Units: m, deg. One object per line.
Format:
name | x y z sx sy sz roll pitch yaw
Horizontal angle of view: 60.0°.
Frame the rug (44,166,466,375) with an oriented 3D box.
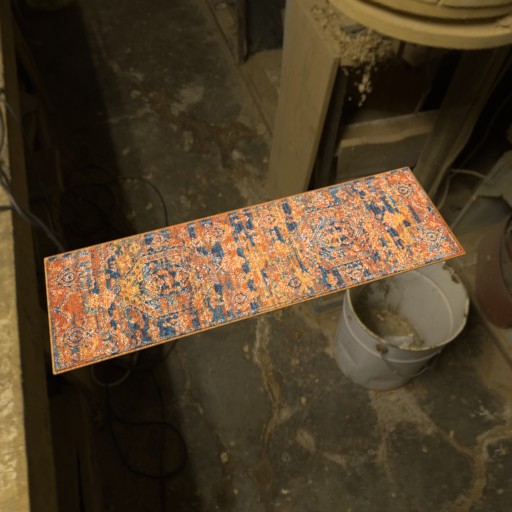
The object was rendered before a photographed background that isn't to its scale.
rug | 0.000 0.000 1.994 1.820 0.013 0.556 -15 60 -9
